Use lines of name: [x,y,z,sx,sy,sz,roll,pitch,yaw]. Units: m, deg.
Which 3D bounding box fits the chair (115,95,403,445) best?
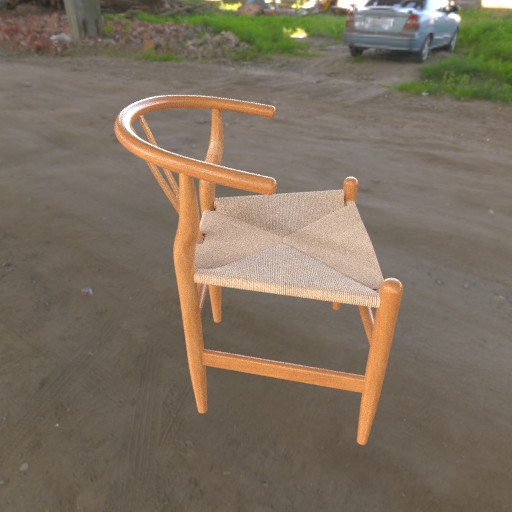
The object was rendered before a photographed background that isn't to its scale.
chair: [0.000,0.000,1.128,0.579,0.730,0.569,1,31,2]
